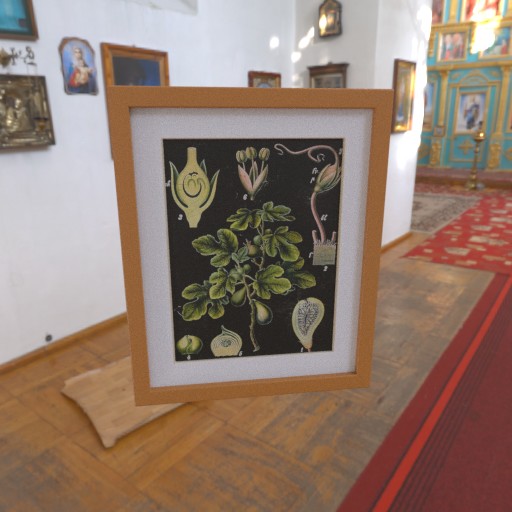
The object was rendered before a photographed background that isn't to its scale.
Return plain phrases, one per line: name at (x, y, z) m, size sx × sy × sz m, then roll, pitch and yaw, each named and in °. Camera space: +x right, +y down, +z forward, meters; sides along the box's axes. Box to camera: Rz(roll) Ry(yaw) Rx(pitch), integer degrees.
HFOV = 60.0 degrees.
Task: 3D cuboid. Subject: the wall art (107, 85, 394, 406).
wall art at (0.000, 0.000, 0.777) m, size 0.452 × 0.553 × 0.022 m, roll -2°, pitch 16°, yaw -8°
